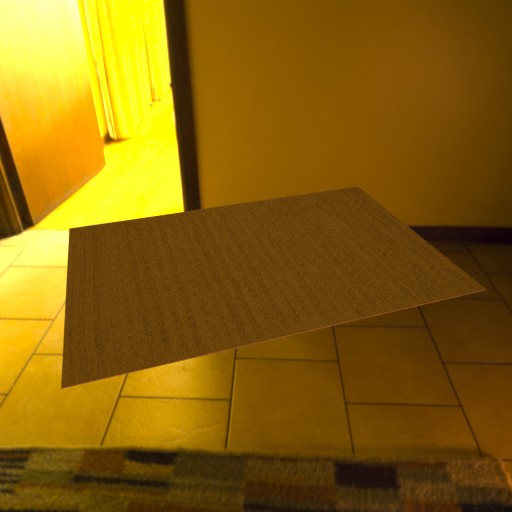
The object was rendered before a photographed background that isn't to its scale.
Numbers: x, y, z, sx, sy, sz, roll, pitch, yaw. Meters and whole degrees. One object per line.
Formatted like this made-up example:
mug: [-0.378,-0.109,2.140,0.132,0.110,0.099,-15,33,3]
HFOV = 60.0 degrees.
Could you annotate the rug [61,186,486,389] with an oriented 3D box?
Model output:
rug: [0.000,0.000,2.173,1.752,0.006,1.142,-10,34,-15]
